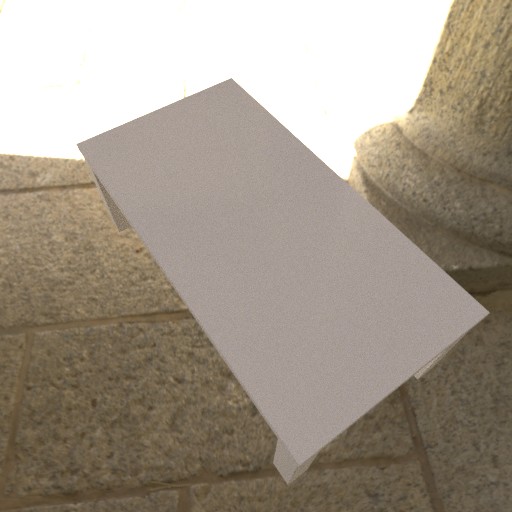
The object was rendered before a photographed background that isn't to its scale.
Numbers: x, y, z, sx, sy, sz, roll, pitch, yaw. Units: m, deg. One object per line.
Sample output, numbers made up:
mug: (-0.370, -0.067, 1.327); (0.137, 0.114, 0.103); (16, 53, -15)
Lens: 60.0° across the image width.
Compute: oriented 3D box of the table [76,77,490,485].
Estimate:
table: (0.000, 0.000, 1.667); (0.700, 0.470, 1.350); (-31, 62, -18)
